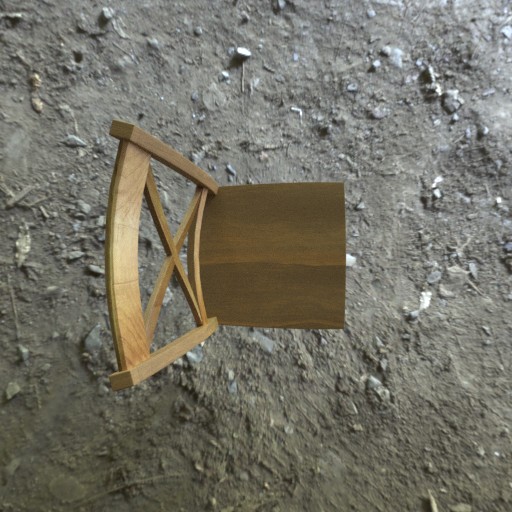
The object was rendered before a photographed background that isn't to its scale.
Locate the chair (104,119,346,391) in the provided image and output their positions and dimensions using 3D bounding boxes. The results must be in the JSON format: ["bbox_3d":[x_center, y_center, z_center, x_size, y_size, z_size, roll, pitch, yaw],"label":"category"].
[{"bbox_3d":[0.000,0.000,1.275,0.542,0.983,0.485,0,90,1],"label":"chair"}]
